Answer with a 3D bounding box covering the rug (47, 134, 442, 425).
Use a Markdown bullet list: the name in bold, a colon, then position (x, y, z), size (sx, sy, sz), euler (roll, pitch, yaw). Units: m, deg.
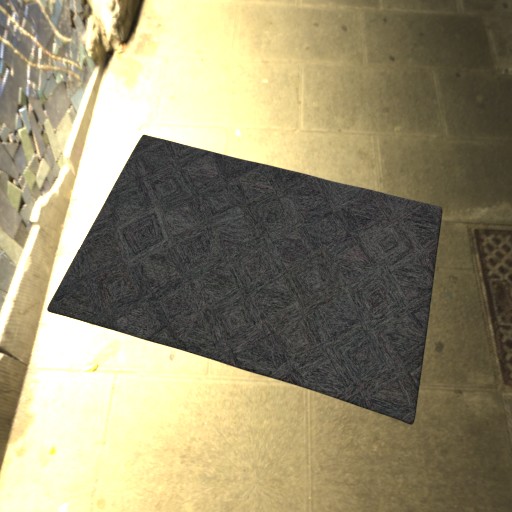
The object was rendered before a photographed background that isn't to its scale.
- **rug**: position (0.000, 0.000, 2.243), size (1.752, 0.013, 1.158), euler (15, 64, 8)
